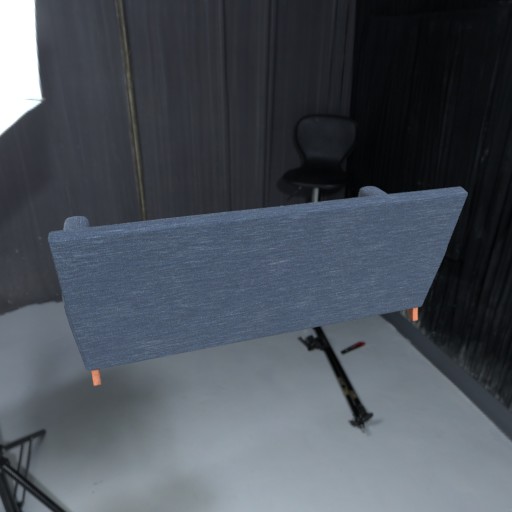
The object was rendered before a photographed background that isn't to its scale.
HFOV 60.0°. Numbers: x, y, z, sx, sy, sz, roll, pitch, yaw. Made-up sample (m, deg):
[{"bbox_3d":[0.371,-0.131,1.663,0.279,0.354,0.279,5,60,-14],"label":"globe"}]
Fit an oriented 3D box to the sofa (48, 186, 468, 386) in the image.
[{"bbox_3d":[0.000,0.000,2.457,1.976,0.846,0.875,-8,27,-16],"label":"sofa"}]
